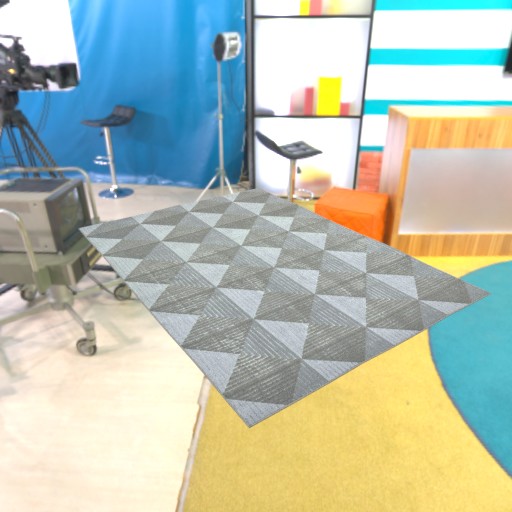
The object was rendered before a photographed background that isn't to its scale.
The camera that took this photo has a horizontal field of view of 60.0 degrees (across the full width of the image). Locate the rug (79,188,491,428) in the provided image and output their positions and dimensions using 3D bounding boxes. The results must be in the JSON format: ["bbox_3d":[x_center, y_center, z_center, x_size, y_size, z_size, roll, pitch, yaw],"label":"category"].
[{"bbox_3d":[0.000,0.000,4.267,2.428,0.027,3.333,-18,32,-31],"label":"rug"}]
